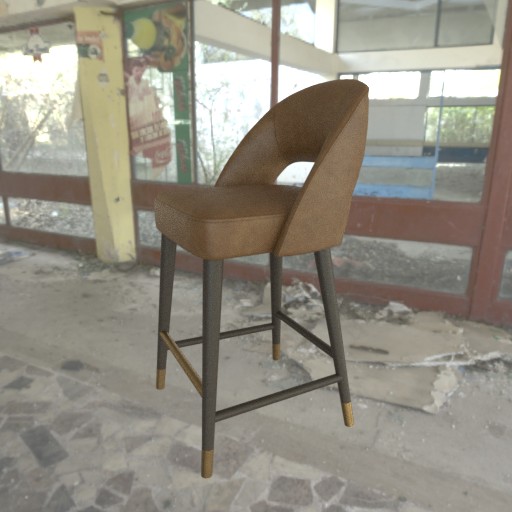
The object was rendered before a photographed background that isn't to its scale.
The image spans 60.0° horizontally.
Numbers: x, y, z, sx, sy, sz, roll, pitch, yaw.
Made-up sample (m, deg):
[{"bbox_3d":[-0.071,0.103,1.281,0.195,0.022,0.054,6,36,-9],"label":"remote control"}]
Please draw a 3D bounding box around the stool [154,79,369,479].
[{"bbox_3d":[0.000,0.000,1.236,0.509,0.940,0.494,-8,17,-26],"label":"stool"}]
